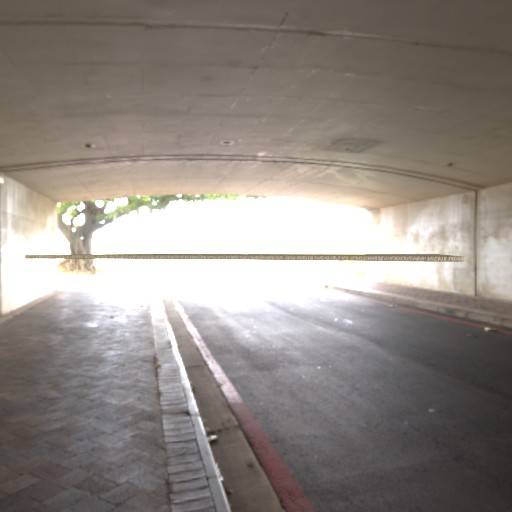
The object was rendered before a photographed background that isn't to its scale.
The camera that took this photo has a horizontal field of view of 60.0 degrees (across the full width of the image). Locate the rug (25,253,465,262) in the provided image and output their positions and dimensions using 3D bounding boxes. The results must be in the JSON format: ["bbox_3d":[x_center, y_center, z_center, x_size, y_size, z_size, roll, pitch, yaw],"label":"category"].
[{"bbox_3d":[0.000,0.000,3.371,2.698,0.025,1.798,0,1,18],"label":"rug"}]
